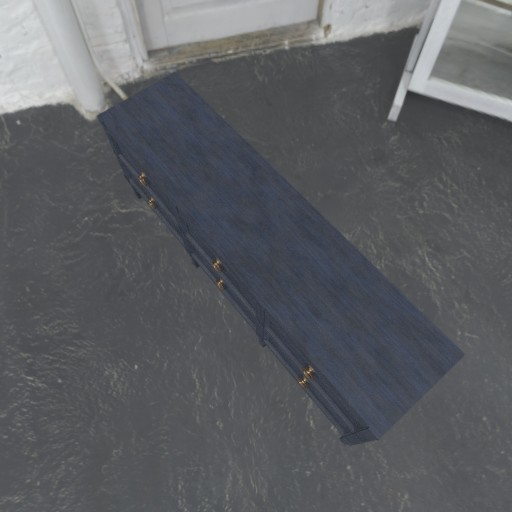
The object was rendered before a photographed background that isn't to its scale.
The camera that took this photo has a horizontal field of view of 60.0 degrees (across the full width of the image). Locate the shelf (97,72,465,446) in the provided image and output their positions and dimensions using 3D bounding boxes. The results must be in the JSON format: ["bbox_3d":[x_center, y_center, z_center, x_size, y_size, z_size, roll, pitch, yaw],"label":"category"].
[{"bbox_3d":[0.000,0.000,2.216,0.471,0.715,1.878,-36,70,-16],"label":"shelf"}]
